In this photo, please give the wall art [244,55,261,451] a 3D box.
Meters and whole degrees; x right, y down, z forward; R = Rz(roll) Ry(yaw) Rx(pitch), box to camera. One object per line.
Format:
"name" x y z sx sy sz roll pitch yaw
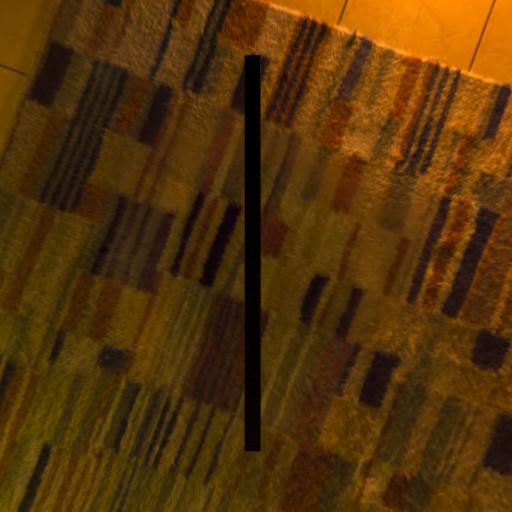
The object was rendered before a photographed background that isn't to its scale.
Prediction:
"wall art" 0.000 0.000 0.555 0.013 0.432 0.304 0 89 1
